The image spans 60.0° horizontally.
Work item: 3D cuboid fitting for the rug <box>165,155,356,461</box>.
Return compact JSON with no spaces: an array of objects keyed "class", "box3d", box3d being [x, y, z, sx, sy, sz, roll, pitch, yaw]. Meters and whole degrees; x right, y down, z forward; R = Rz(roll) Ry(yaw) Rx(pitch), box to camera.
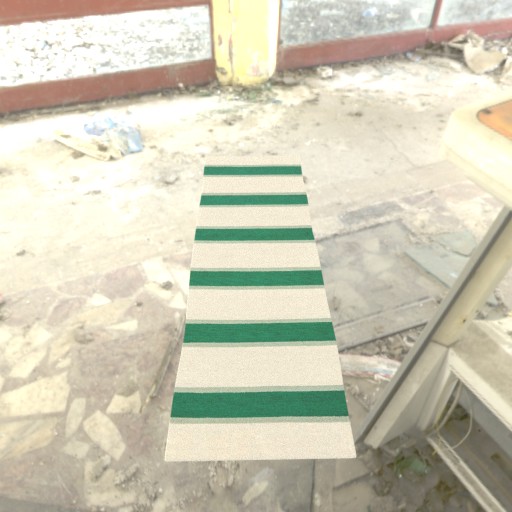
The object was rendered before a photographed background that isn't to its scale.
[{"class":"rug","box3d":[0.000,0.000,2.670,0.768,0.012,2.438,-1,41,-1]}]
